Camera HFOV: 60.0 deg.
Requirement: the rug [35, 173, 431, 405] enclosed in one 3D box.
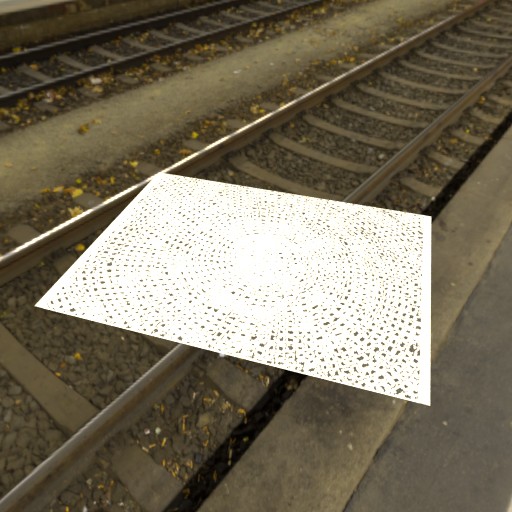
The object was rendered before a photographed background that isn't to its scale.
[{"bbox_3d":[0.000,0.000,2.165,1.634,0.003,1.190,11,42,13],"label":"rug"}]
